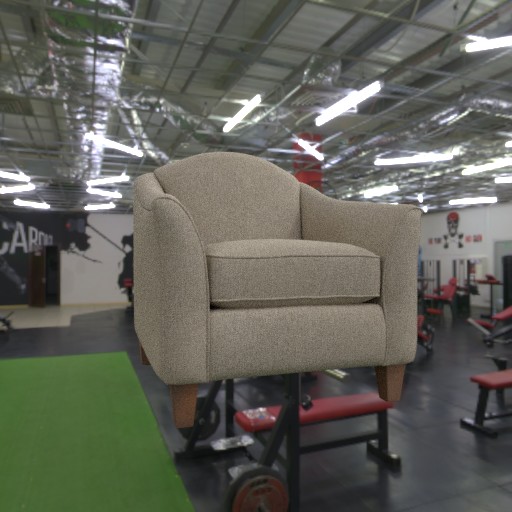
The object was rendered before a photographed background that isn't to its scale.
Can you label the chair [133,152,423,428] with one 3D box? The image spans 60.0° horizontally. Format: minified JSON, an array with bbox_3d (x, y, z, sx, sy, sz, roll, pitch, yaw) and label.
[{"bbox_3d":[0.000,0.000,1.491,0.763,0.839,0.787,0,0,-19],"label":"chair"}]
